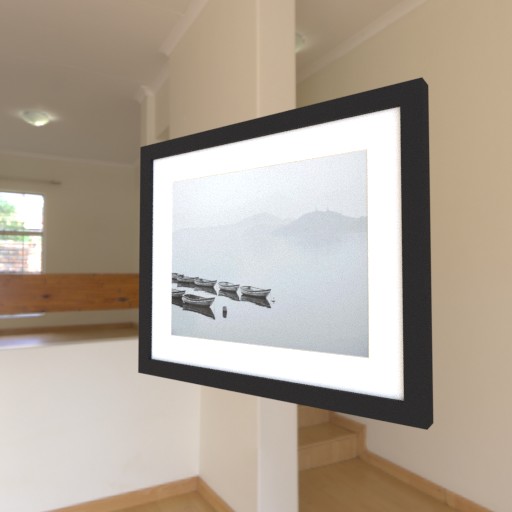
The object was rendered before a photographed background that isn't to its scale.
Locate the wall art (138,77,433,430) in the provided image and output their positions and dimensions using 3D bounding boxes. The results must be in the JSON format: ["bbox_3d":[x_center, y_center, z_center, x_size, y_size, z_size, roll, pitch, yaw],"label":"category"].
[{"bbox_3d":[0.000,0.000,0.743,0.554,0.454,0.030,-2,-3,35],"label":"wall art"}]
